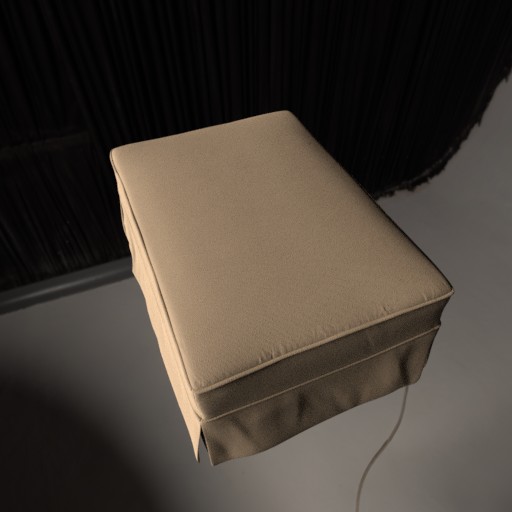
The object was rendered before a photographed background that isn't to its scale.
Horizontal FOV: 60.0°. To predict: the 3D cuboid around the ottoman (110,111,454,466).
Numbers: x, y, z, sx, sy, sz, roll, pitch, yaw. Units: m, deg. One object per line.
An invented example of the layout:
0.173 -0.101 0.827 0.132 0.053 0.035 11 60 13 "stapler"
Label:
0.000 0.000 1.353 0.721 0.482 0.959 -17 50 -15 "ottoman"
